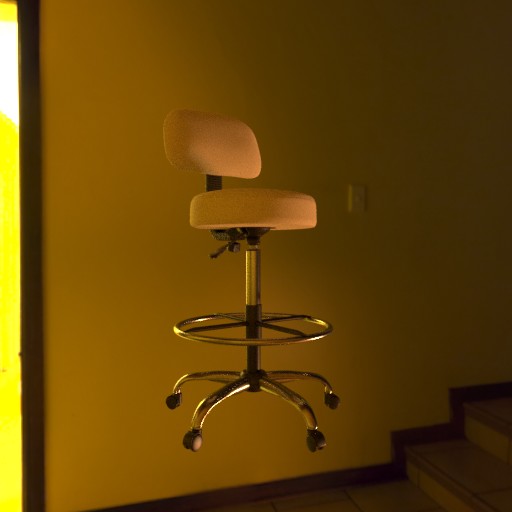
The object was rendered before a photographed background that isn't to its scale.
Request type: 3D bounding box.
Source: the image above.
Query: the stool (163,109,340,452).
[{"bbox_3d":[0.000,0.000,1.460,0.609,1.080,0.616,-1,1,-36],"label":"stool"}]
